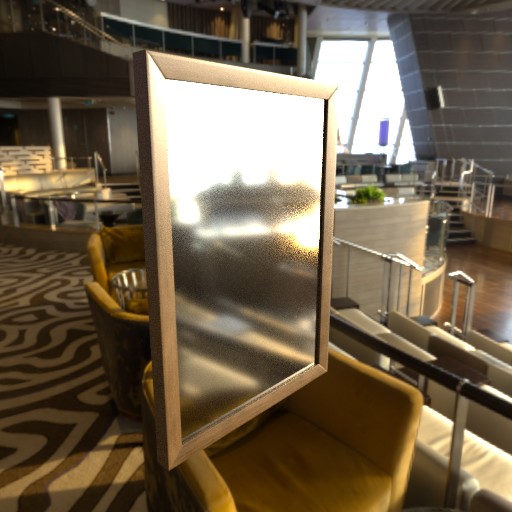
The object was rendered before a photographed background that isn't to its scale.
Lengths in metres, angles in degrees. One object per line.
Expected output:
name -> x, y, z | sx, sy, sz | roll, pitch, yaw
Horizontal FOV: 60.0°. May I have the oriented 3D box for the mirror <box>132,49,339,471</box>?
mirror -> 0.000, 0.000, 0.915 | 0.040, 0.710, 0.507 | 13, 19, 42
